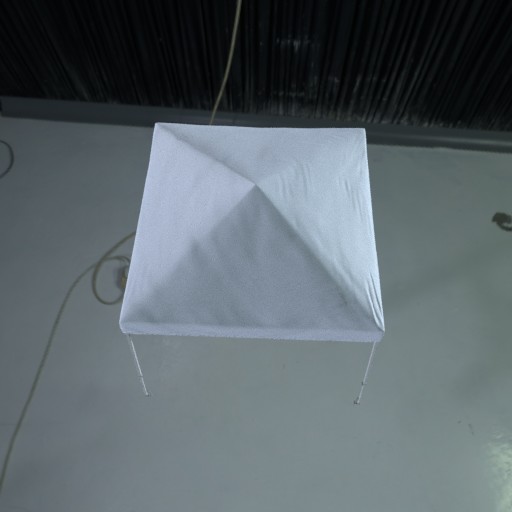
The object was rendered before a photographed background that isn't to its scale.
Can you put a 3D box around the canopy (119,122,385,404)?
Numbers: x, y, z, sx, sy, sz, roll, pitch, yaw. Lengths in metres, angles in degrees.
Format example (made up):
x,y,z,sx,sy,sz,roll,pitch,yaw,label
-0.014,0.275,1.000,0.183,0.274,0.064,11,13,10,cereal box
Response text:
x,y,z,sx,sy,sz,roll,pitch,yaw,label
0.000,0.000,6.620,3.599,3.600,3.600,2,63,1,canopy
